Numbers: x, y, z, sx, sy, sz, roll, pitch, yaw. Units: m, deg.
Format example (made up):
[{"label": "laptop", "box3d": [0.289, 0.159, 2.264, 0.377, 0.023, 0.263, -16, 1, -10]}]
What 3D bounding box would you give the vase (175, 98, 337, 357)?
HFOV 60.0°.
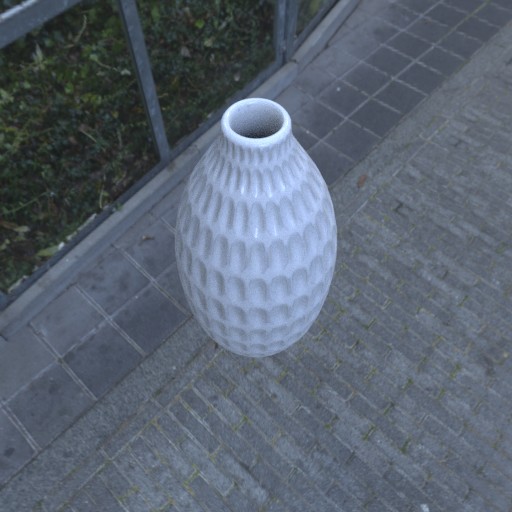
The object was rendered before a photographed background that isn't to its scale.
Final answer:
[{"label": "vase", "box3d": [0.000, 0.000, 0.361, 0.127, 0.282, 0.127, 0, 58, 0]}]
